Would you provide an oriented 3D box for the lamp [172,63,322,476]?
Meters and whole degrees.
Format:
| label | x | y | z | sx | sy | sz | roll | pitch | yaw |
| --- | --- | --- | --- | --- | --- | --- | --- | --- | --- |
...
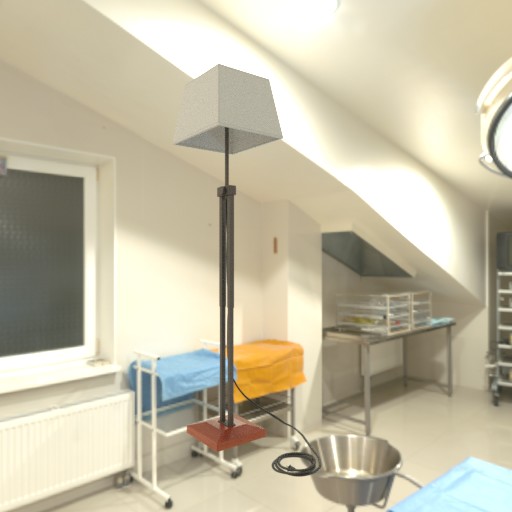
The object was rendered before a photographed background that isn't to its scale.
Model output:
| label | x | y | z | sx | sy | sz | roll | pitch | yaw |
| --- | --- | --- | --- | --- | --- | --- | --- | --- | --- |
| lamp | 0.000 | 0.000 | 2.027 | 0.472 | 1.712 | 0.745 | 0 | 0 | -37 |
